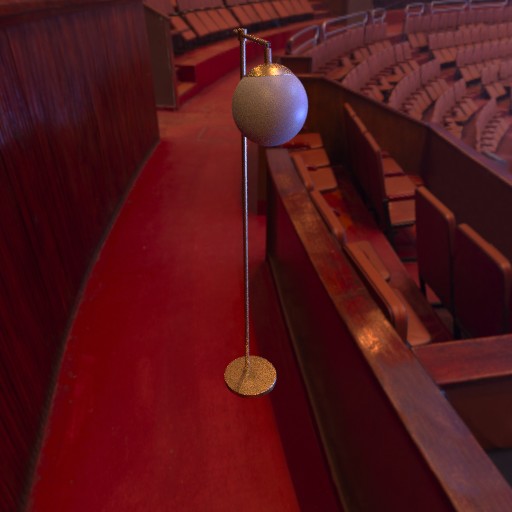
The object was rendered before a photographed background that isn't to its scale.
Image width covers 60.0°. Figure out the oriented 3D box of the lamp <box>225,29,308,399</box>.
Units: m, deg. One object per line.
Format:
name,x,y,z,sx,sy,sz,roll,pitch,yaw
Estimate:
lamp,0.000,0.000,1.673,0.249,1.505,0.476,-9,33,-15
